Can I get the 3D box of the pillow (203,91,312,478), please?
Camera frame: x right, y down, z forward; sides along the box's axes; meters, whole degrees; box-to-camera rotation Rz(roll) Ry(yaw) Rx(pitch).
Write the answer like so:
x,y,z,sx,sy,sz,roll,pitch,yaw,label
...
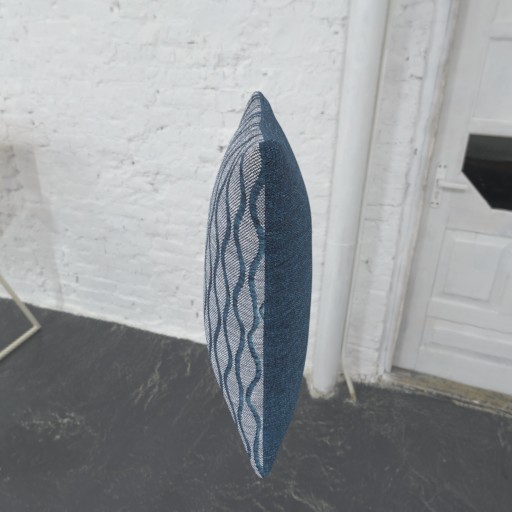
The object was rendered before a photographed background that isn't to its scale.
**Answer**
x,y,z,sx,sy,sz,roll,pitch,yaw,label
0.000,0.000,0.672,0.159,0.435,0.435,-1,27,-2,pillow
